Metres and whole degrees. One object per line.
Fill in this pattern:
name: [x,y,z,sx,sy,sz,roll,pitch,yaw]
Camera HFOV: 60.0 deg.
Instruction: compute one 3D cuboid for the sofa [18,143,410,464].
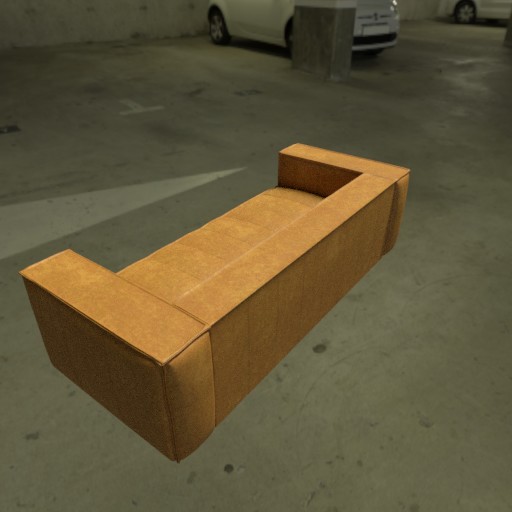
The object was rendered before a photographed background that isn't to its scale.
sofa: [0.000,0.000,2.959,1.102,0.701,2.581,22,38,31]
